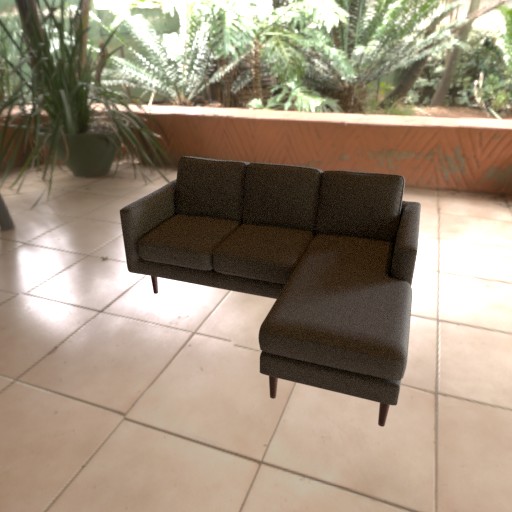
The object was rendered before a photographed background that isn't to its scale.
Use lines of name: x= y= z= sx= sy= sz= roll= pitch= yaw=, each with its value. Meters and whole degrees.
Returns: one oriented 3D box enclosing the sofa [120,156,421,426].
sofa: x=0.000 y=0.000 z=3.022 sx=2.055 sy=0.957 sz=1.667 roll=9 pitch=27 yaw=18
